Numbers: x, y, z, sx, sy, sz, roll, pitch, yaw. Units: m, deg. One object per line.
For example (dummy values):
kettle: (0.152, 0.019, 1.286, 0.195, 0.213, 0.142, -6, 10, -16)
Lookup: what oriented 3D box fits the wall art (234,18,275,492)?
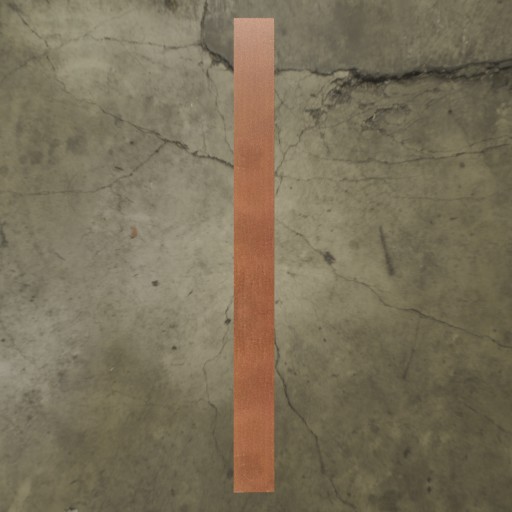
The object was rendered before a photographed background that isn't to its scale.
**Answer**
wall art: (0.000, 0.000, 0.577, 0.035, 0.403, 0.403, 0, 90, 0)
